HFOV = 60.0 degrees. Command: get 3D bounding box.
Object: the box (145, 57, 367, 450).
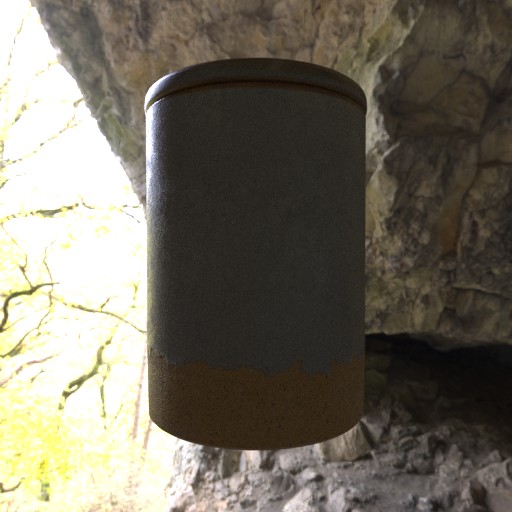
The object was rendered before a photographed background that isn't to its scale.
[{"bbox_3d":[0.000,0.000,0.242,0.118,0.168,0.118,0,0,0],"label":"box"}]
